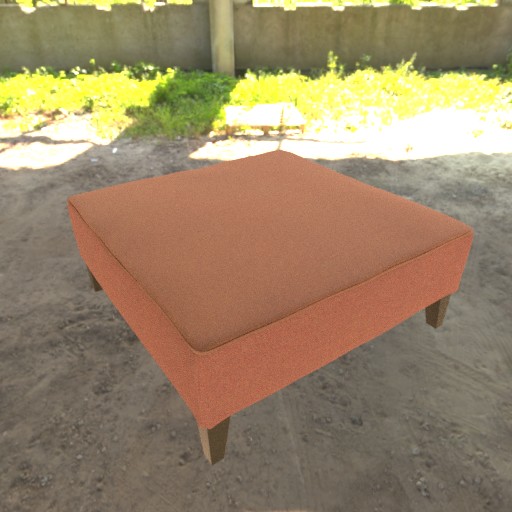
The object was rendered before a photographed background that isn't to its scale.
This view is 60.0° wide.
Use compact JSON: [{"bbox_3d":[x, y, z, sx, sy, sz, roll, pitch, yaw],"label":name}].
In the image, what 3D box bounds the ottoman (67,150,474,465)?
[{"bbox_3d":[0.000,0.000,1.559,0.999,0.438,0.997,-20,36,-30],"label":"ottoman"}]
